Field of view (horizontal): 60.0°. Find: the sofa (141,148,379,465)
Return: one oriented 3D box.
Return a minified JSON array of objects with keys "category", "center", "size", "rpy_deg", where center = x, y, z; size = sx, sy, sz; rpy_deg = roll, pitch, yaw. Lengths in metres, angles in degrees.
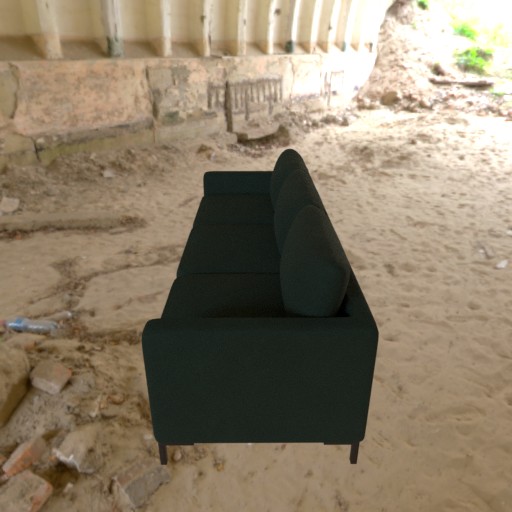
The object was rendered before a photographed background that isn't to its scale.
[{"category":"sofa","center":[0.000,0.000,2.623],"size":[0.859,0.870,2.218],"rpy_deg":[0,25,0]}]
